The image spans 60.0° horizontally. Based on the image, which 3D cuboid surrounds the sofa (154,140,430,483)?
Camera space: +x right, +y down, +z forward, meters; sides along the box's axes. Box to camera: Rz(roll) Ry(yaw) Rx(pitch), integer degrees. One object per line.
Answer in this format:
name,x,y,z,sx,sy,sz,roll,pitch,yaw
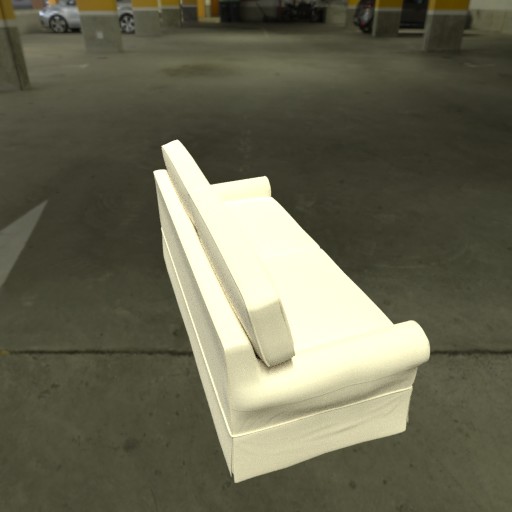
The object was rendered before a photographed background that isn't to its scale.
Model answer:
sofa,0.000,0.000,2.501,0.862,0.937,2.021,-9,31,-16
